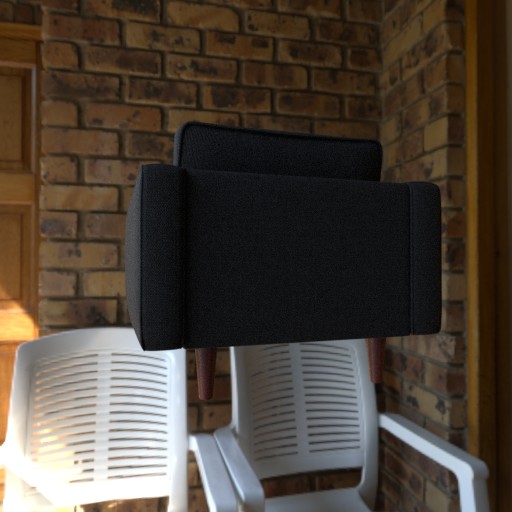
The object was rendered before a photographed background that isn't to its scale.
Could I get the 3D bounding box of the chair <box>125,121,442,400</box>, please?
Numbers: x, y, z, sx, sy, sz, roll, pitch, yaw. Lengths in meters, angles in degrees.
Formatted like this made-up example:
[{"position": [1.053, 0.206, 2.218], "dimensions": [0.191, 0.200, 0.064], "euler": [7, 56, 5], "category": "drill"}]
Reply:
[{"position": [0.000, 0.000, 1.616], "dimensions": [0.899, 0.770, 0.919], "euler": [0, -1, -18], "category": "chair"}]
